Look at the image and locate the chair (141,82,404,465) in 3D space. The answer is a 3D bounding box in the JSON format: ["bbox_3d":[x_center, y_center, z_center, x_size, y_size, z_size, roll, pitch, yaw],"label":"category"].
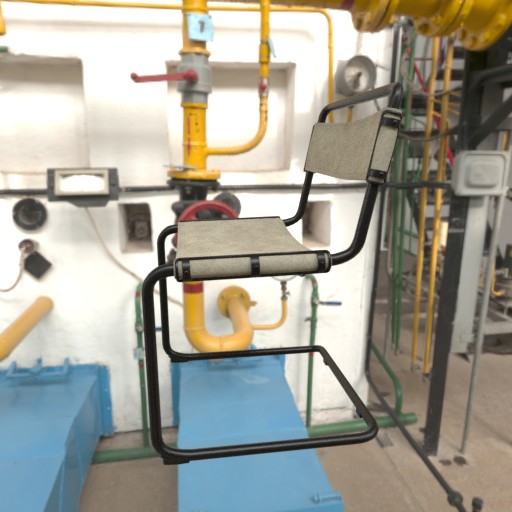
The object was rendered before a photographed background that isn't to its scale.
[{"bbox_3d":[0.000,0.000,1.069,0.497,0.747,0.499,-2,14,-8],"label":"chair"}]
